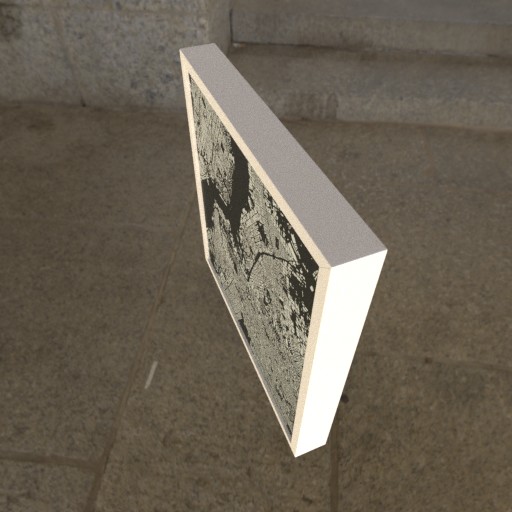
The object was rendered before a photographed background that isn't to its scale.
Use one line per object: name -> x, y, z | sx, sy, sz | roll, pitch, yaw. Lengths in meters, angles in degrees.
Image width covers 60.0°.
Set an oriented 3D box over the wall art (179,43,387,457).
wall art -> 0.000, 0.000, 0.454 | 0.037, 0.305, 0.305 | -17, 50, -15
